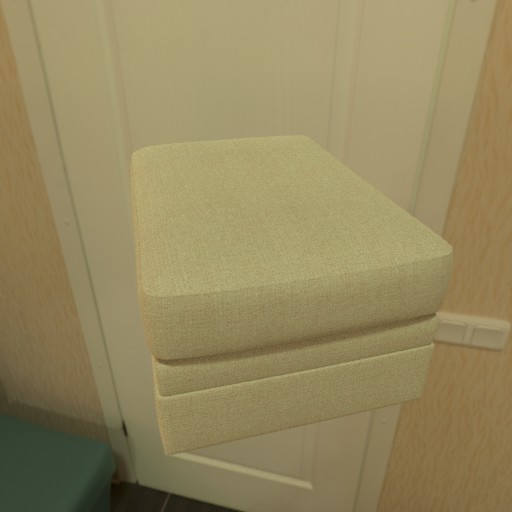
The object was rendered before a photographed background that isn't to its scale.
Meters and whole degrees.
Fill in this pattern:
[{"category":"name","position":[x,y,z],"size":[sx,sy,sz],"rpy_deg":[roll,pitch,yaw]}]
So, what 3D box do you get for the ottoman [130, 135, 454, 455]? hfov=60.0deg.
[{"category":"ottoman","position":[0.000,0.000,1.248],"size":[0.637,0.478,0.885],"rpy_deg":[-8,31,-13]}]
